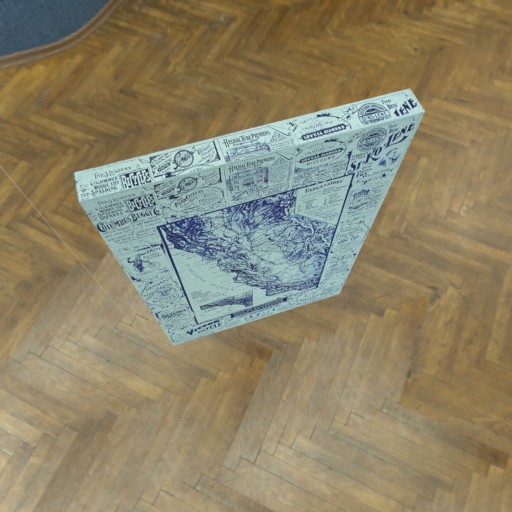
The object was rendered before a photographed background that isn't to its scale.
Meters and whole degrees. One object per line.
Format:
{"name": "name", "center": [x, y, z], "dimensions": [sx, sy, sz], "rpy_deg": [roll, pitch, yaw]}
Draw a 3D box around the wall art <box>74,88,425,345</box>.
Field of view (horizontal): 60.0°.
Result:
{"name": "wall art", "center": [0.000, 0.000, 0.484], "dimensions": [0.255, 0.376, 0.025], "rpy_deg": [-16, 65, -8]}
